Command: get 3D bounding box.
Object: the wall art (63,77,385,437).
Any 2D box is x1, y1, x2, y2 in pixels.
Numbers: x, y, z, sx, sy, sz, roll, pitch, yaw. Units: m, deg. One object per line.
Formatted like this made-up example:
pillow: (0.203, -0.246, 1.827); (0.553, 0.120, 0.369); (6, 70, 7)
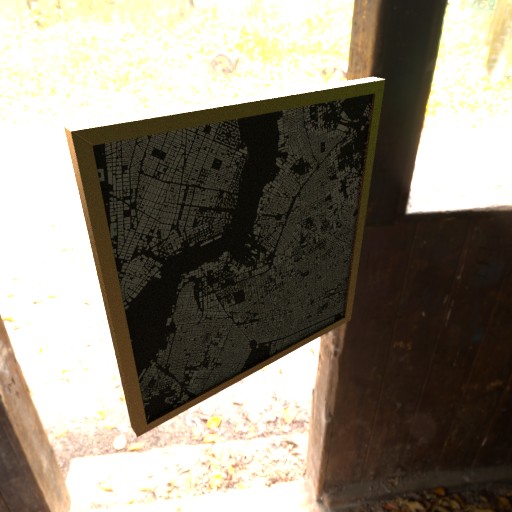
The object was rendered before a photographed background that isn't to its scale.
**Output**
wall art: (0.000, 0.000, 2.807); (1.926, 1.926, 0.099); (-21, 37, -30)
